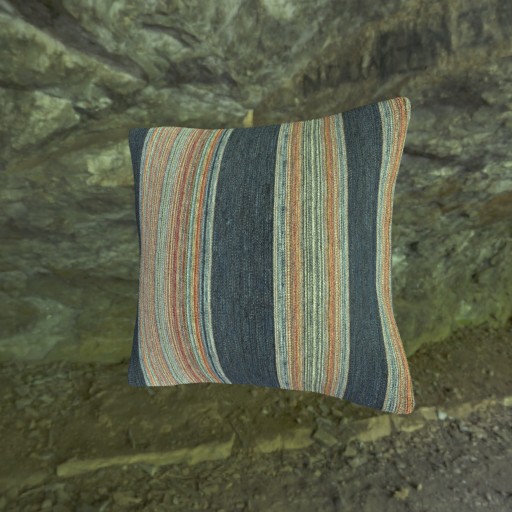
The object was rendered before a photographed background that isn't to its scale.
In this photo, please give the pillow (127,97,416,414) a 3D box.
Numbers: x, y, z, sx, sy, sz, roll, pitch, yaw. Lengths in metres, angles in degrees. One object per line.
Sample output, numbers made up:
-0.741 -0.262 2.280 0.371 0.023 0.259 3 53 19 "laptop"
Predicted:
0.000 0.000 0.648 0.437 0.419 0.136 0 -1 18 "pillow"
